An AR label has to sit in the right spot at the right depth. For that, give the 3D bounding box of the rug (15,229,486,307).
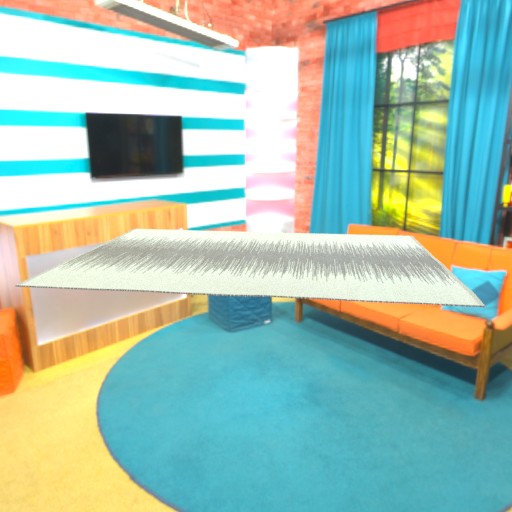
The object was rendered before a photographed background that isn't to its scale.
[{"bbox_3d":[0.000,0.000,2.267,1.815,0.007,1.226,2,14,7],"label":"rug"}]
